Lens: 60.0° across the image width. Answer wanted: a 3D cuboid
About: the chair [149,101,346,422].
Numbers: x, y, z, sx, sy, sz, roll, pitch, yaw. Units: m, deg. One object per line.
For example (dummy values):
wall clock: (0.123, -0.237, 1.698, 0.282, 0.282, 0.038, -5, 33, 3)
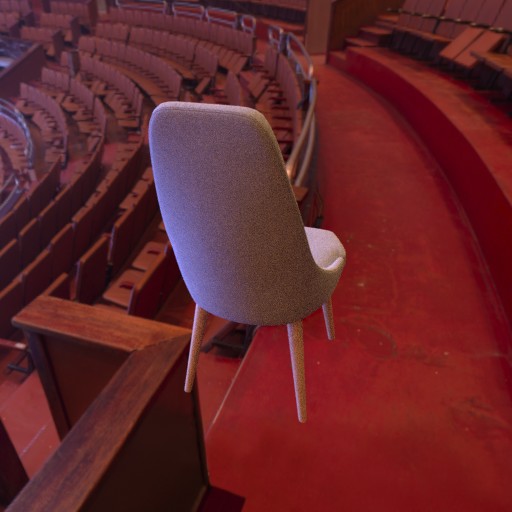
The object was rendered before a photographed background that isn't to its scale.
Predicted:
chair: (0.000, 0.000, 1.370, 0.510, 1.040, 0.660, 10, 33, 15)
